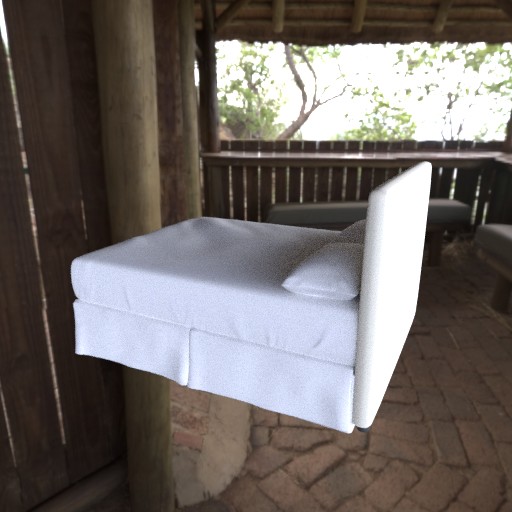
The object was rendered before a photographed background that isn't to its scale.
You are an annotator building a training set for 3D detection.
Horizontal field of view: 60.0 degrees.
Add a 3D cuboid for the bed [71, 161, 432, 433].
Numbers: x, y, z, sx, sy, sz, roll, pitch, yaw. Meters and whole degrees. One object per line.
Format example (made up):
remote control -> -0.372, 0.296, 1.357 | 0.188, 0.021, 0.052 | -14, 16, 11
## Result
bed -> 0.000, 0.000, 3.256 | 2.147, 1.330, 1.714 | 8, 19, 26
